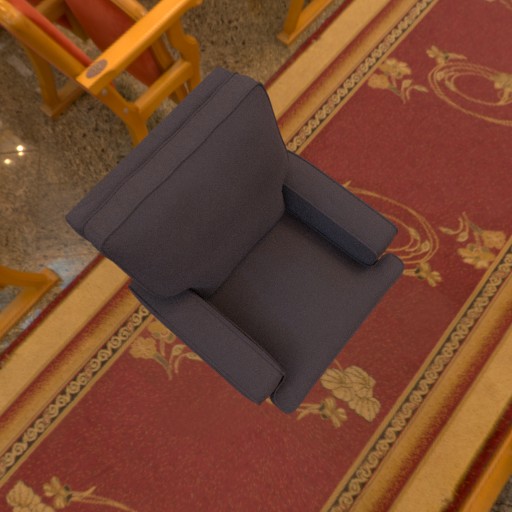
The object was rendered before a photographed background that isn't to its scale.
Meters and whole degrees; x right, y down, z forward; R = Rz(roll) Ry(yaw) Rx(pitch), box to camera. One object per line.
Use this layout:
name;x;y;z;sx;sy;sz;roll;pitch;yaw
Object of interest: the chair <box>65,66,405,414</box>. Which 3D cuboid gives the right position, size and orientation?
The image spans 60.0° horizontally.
chair;0.000;0.000;1.725;0.964;0.962;0.861;39;78;10
